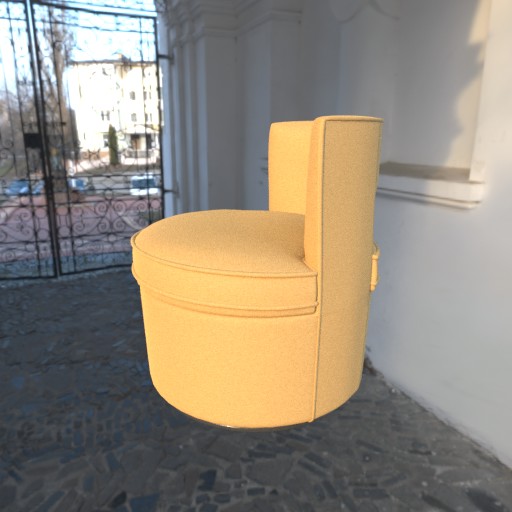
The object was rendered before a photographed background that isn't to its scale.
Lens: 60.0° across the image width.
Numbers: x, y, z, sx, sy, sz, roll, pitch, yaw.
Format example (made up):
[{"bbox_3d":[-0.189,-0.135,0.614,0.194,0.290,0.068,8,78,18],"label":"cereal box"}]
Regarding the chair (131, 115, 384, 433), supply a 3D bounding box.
[{"bbox_3d":[0.000,0.000,1.220,0.665,0.723,0.650,-2,16,-7],"label":"chair"}]
